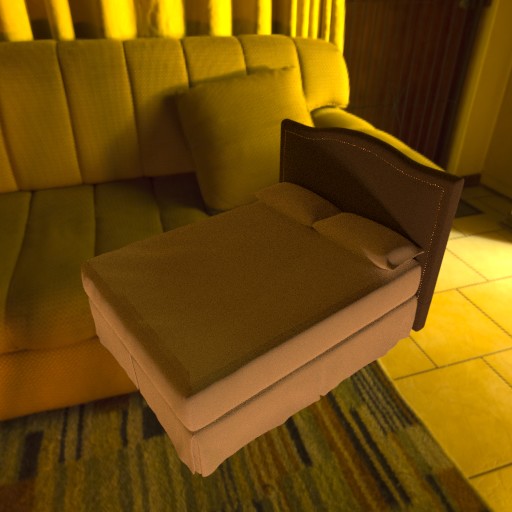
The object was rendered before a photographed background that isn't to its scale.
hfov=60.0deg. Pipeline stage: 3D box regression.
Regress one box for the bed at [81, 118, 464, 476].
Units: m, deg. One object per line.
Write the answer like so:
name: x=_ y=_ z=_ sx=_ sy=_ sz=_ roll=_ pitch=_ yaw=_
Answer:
bed: x=0.000 y=0.000 z=3.103 sx=2.036 sy=1.387 sz=1.666 roll=-23 pitch=39 yaw=-31
